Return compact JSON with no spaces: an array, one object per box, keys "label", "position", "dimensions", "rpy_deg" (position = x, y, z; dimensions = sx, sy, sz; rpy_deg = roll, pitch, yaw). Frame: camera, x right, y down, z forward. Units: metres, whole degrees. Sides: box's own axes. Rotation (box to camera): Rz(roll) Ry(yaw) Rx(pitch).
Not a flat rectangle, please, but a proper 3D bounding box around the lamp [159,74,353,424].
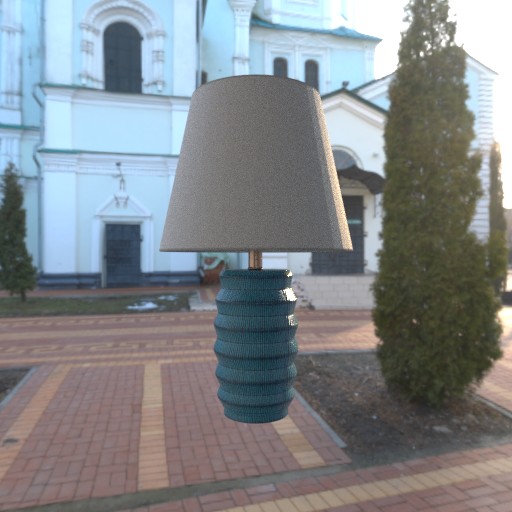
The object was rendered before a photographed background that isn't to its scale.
[{"label":"lamp","position":[0.000,0.000,0.829],"dimensions":[0.355,0.582,0.355],"rpy_deg":[0,0,0]}]
